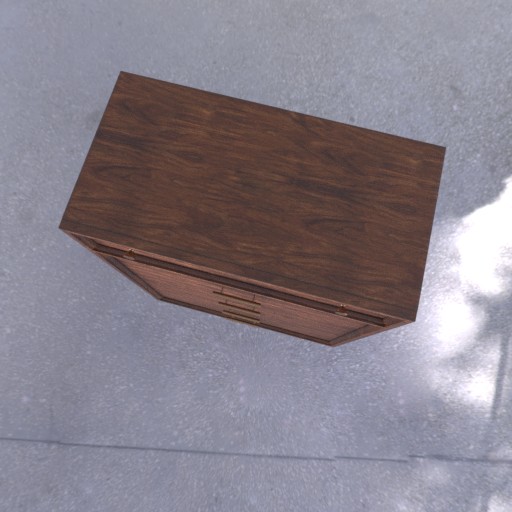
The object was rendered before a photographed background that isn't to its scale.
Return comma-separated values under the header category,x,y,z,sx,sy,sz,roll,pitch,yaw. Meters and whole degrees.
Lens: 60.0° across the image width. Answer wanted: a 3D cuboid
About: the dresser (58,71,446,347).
category,x,y,z,sx,sy,sz,roll,pitch,yaw
dresser,0.000,0.000,1.813,0.919,1.365,0.498,14,76,4
